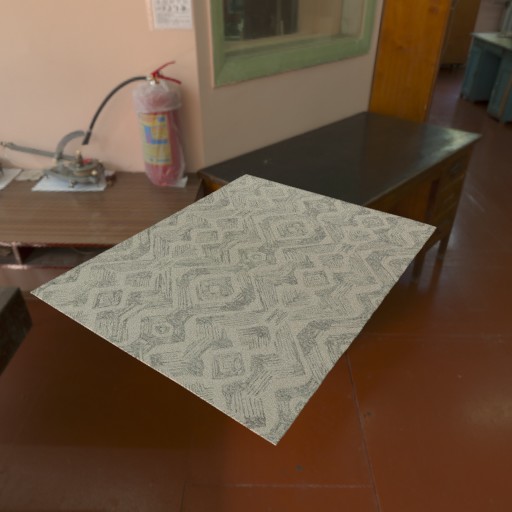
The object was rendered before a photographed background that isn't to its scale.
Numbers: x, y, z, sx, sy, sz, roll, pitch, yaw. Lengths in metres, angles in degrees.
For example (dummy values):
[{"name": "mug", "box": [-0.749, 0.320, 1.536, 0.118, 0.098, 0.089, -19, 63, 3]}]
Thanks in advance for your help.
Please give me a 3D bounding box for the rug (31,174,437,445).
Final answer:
[{"name": "rug", "box": [0.000, 0.000, 4.122, 2.430, 0.030, 3.054, 21, 39, 29]}]
